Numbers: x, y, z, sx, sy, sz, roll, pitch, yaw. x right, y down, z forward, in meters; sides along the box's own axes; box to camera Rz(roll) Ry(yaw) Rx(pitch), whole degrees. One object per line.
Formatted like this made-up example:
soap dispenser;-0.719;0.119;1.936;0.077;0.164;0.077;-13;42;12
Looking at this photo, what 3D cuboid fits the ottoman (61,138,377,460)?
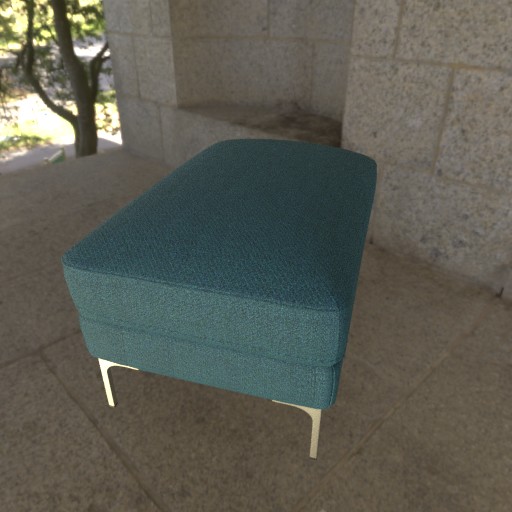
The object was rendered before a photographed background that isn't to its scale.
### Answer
ottoman;0.000;0.000;1.199;0.563;0.498;0.856;8;31;15
